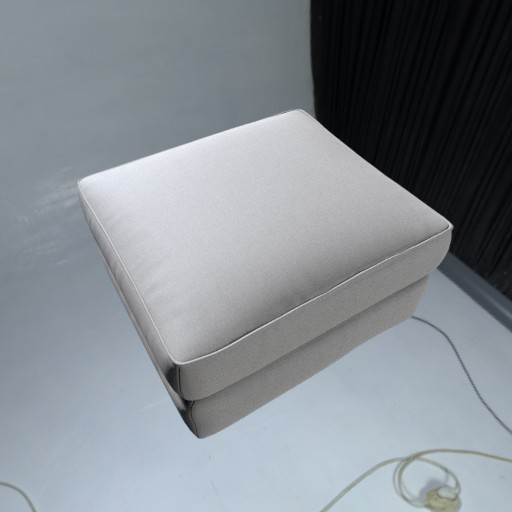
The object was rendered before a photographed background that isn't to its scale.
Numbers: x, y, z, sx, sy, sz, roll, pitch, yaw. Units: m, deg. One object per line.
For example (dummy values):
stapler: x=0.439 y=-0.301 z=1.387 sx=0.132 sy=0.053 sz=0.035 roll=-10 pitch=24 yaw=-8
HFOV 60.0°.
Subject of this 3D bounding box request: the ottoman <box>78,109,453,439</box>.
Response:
ottoman: x=0.000 y=0.000 z=1.194 sx=0.721 sy=0.505 sz=0.662 roll=-24 pitch=52 yaw=-21
